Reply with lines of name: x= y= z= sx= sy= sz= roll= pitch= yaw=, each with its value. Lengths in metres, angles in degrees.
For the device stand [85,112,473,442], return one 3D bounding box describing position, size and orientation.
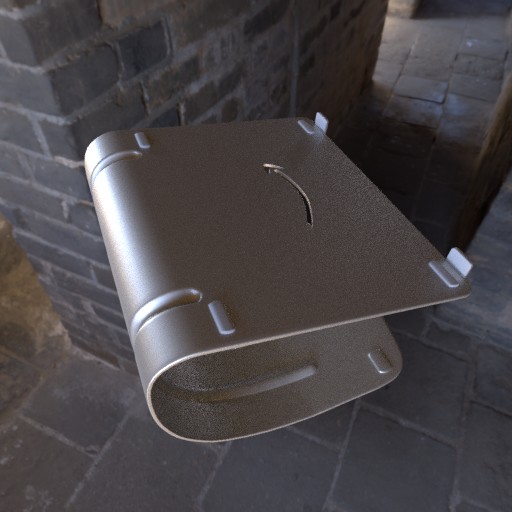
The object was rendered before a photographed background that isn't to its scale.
device stand: x=0.000 y=0.000 z=0.390 sx=0.236 sy=0.155 sz=0.256 roll=-17 pitch=50 yaw=-15
